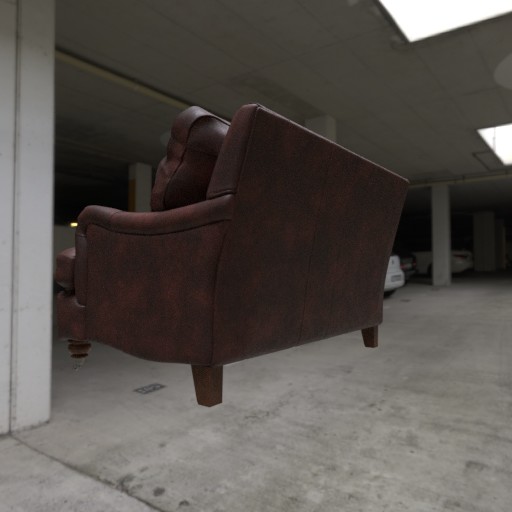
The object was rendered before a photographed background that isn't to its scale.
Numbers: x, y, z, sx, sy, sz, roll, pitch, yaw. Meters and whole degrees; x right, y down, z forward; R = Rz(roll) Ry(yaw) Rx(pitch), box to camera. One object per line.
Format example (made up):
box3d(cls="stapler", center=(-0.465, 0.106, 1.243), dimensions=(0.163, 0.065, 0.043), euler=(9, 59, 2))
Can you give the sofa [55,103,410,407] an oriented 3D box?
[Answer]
box3d(cls="sofa", center=(0.000, 0.000, 2.315), dimensions=(1.148, 1.070, 1.628), euler=(-1, -2, 37))
